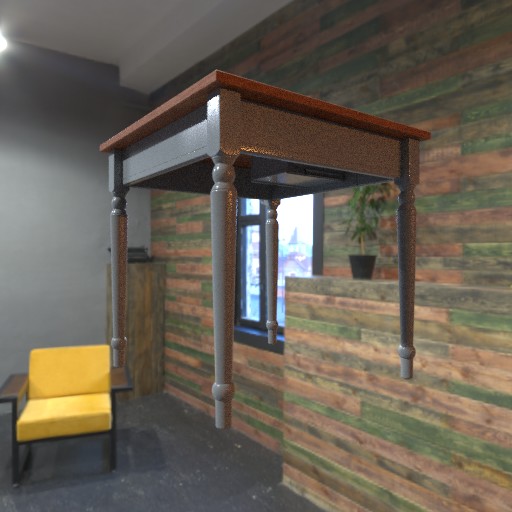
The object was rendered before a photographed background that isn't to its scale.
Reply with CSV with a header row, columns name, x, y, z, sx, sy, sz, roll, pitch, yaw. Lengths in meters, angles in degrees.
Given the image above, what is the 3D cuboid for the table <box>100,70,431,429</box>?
name,x,y,z,sx,sy,sz,roll,pitch,yaw
table,0.000,0.000,1.400,0.747,0.738,0.747,0,0,-36
